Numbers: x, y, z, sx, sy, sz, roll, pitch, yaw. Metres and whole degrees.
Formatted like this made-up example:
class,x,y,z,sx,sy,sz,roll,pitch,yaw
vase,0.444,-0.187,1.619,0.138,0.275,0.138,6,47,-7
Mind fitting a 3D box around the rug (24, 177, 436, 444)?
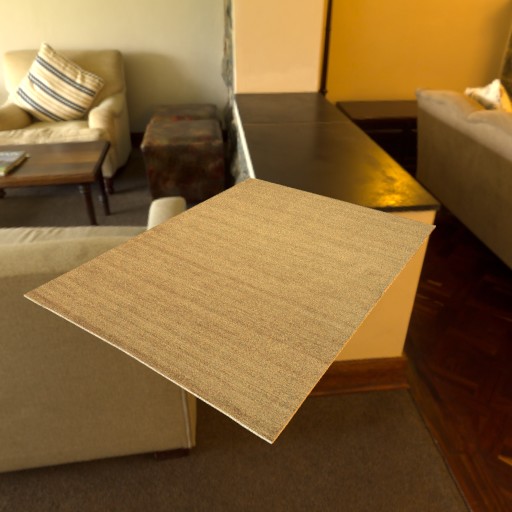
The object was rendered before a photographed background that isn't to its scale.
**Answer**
class,x,y,z,sx,sy,sz,roll,pitch,yaw
rug,0.000,0.000,4.166,2.434,0.045,3.202,20,37,29
